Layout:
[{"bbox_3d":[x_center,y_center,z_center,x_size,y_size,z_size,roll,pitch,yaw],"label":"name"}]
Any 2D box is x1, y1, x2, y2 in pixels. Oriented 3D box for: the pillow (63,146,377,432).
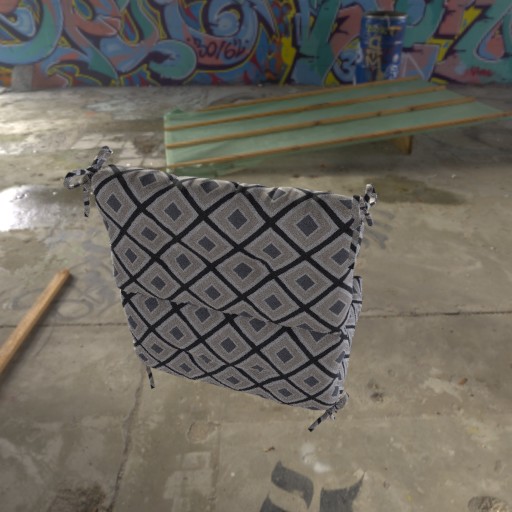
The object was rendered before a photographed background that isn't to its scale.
[{"bbox_3d":[0.000,0.000,1.025,0.519,0.605,0.571,10,34,15],"label":"pillow"}]
